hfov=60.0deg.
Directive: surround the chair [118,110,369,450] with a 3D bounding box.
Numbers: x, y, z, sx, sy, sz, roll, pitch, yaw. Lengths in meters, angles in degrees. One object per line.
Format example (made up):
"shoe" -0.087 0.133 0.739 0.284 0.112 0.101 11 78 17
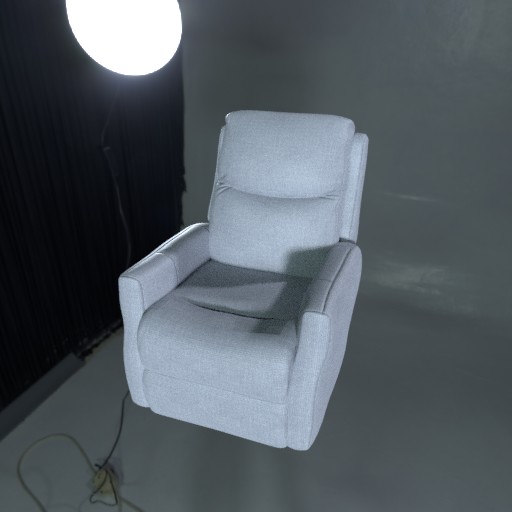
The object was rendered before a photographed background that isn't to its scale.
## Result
"chair" 0.000 0.000 1.830 0.829 1.030 1.080 9 28 17
